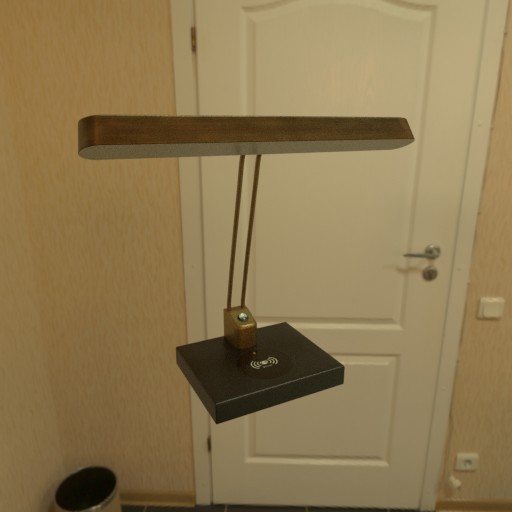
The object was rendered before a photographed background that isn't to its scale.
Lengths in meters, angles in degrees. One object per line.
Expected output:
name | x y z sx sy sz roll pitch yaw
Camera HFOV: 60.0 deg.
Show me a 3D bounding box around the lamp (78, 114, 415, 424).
lamp | 0.000 0.000 0.574 0.412 0.345 0.156 -8 19 -26
